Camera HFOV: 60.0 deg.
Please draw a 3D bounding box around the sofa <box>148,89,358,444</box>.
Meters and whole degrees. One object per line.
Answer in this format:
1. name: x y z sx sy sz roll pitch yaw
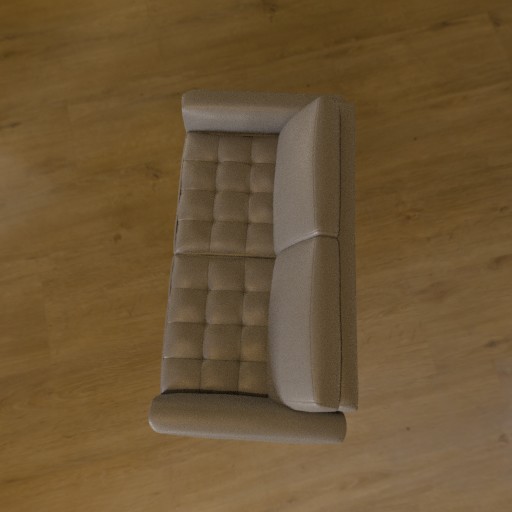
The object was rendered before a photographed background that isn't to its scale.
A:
1. sofa: 0.000 0.000 2.781 1.121 0.930 2.177 3 75 1
